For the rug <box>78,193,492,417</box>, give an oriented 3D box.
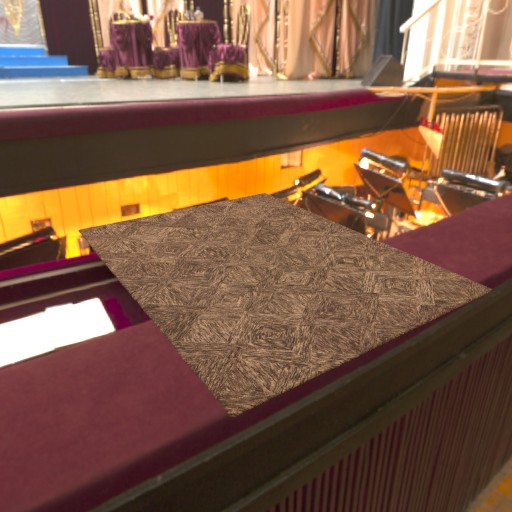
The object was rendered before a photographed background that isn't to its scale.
[{"bbox_3d":[0.000,0.000,4.138,2.448,0.017,3.204,-16,29,-30],"label":"rug"}]
